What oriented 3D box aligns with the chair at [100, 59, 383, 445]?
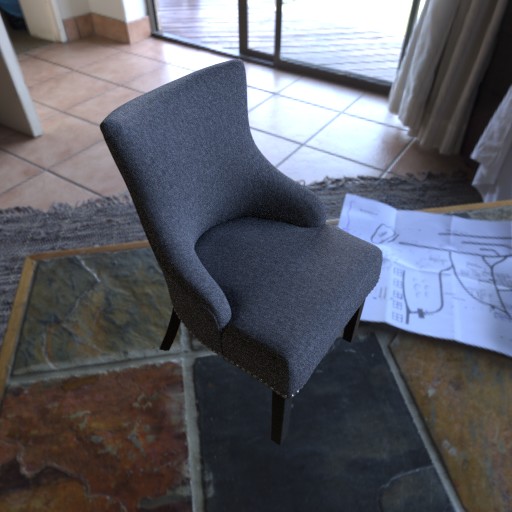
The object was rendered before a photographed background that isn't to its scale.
[{"bbox_3d":[0.000,0.000,1.316,0.629,0.909,0.566,26,48,26],"label":"chair"}]
